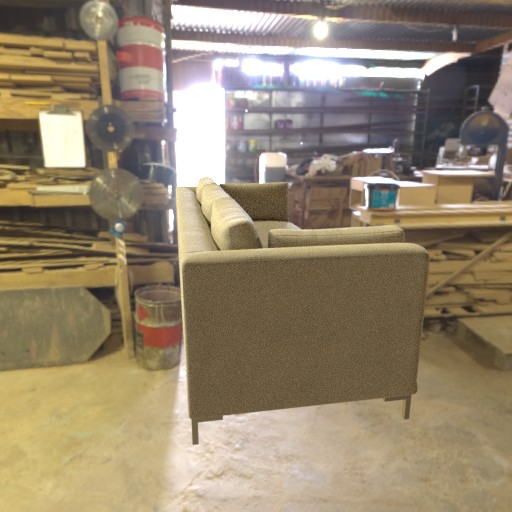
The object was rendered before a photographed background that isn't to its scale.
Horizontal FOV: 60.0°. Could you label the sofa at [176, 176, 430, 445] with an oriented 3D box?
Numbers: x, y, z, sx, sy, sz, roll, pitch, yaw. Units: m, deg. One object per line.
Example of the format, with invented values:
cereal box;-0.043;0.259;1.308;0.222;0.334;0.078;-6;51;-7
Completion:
sofa;0.000;0.000;2.848;0.969;0.867;2.415;-3;15;-10
